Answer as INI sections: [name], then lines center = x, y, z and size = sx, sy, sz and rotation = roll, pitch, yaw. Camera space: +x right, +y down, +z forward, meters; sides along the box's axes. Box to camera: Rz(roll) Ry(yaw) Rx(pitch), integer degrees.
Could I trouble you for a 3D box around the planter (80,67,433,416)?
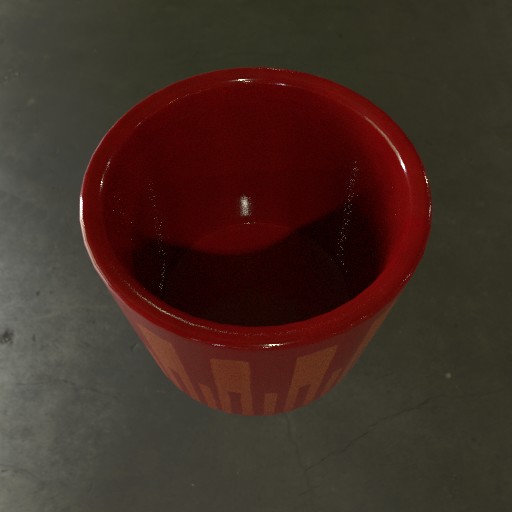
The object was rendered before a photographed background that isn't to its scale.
[planter]
center = 0.000, 0.000, 0.377
size = 0.230, 0.202, 0.230
rotation = 0, 60, 0
